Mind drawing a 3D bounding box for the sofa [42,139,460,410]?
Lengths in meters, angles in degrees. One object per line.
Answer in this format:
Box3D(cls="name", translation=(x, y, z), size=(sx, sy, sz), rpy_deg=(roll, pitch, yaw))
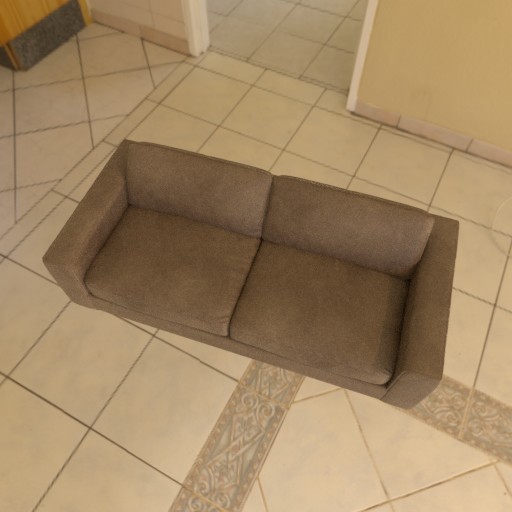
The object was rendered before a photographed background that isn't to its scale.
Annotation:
Box3D(cls="sofa", translation=(0.000, 0.000, 2.731), size=(2.262, 0.801, 1.070), rpy_deg=(16, 59, 10))
